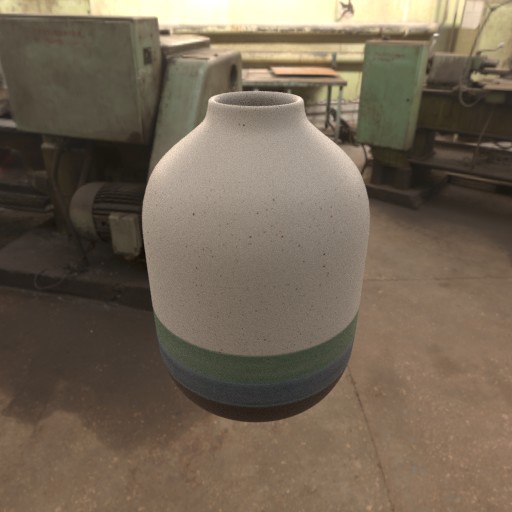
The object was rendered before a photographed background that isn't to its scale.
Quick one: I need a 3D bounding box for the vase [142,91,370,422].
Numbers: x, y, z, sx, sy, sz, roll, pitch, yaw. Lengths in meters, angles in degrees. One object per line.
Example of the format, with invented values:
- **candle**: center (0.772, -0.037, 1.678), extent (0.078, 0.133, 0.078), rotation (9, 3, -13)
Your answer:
- **vase**: center (0.000, 0.000, 0.354), extent (0.169, 0.240, 0.169), rotation (0, 29, 0)
